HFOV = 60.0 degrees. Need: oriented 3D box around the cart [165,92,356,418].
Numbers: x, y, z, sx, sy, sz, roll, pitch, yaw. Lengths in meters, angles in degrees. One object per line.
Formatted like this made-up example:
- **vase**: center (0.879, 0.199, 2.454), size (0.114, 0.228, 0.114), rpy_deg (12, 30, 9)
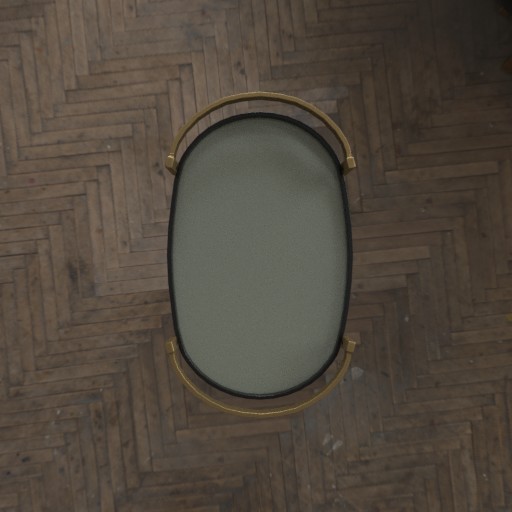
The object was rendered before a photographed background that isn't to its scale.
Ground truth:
- **cart**: center (0.000, 0.000, 1.139), size (0.311, 0.885, 0.515), rpy_deg (0, 90, -1)
